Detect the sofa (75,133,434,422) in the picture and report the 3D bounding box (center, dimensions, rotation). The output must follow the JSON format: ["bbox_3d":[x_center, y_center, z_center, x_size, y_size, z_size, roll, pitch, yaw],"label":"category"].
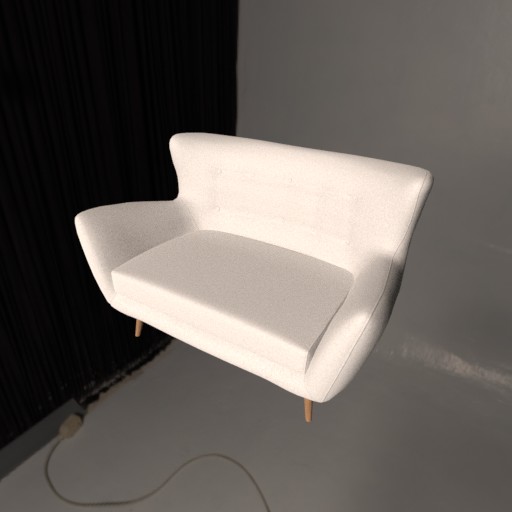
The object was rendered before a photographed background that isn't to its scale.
[{"bbox_3d":[0.000,0.000,2.047,1.424,0.878,0.921,17,33,29],"label":"sofa"}]
